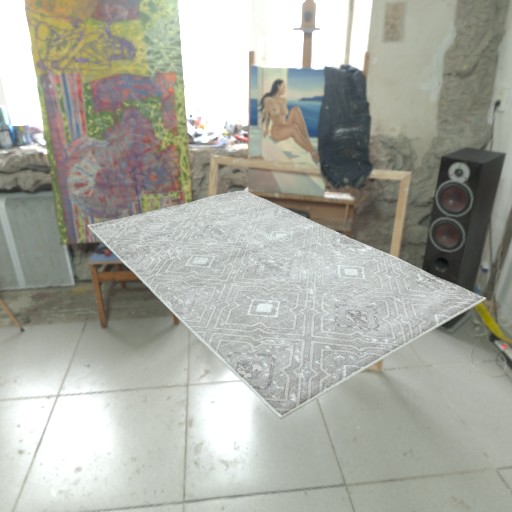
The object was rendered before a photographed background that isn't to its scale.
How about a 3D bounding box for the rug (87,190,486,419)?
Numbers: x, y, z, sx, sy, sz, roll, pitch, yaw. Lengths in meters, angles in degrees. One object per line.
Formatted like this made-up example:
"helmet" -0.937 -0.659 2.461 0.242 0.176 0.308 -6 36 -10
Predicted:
"rug" 0.000 0.000 3.042 1.537 0.036 2.447 -18 32 -32
